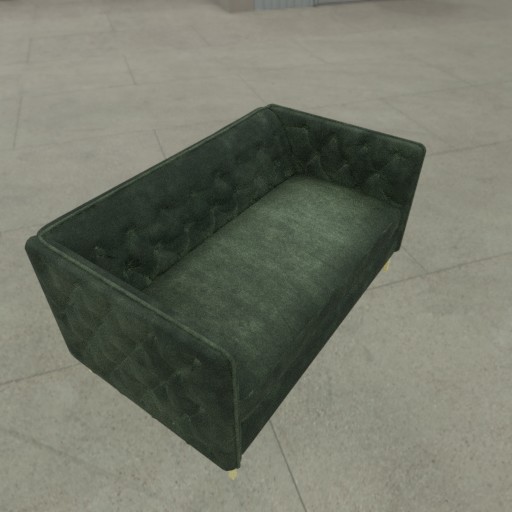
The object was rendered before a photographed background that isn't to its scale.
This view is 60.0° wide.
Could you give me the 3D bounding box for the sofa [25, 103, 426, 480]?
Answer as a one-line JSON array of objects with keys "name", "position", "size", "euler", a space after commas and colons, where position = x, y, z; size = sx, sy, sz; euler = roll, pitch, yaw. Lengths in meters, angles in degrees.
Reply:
[{"name": "sofa", "position": [0.000, 0.000, 1.999], "size": [0.895, 0.768, 1.537], "euler": [25, 46, 26]}]
